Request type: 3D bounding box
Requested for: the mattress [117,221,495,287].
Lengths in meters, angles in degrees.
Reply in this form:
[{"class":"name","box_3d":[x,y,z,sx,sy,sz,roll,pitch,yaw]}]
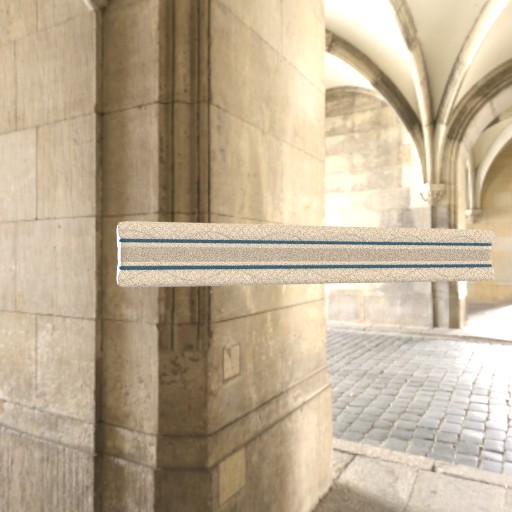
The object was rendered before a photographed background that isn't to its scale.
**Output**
[{"class":"mattress","box_3d":[0.000,0.000,2.681,1.600,0.230,2.000,0,0,-17]}]
